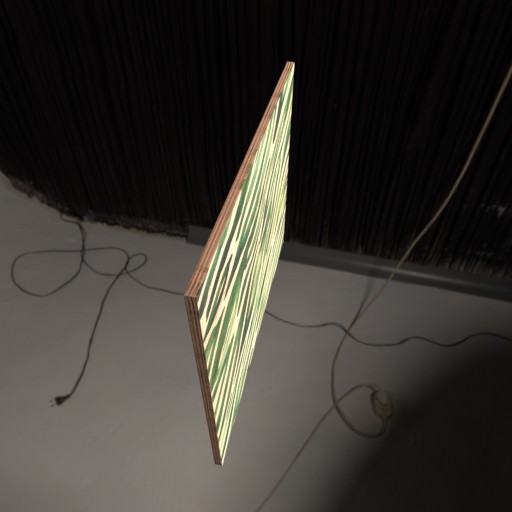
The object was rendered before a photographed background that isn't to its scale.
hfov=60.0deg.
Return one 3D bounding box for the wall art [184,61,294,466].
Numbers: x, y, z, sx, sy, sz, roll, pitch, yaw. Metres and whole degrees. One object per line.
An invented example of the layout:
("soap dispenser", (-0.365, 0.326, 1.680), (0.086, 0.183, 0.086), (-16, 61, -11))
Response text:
("wall art", (0.000, 0.000, 0.704), (0.012, 0.408, 0.508), (9, 47, 9))
